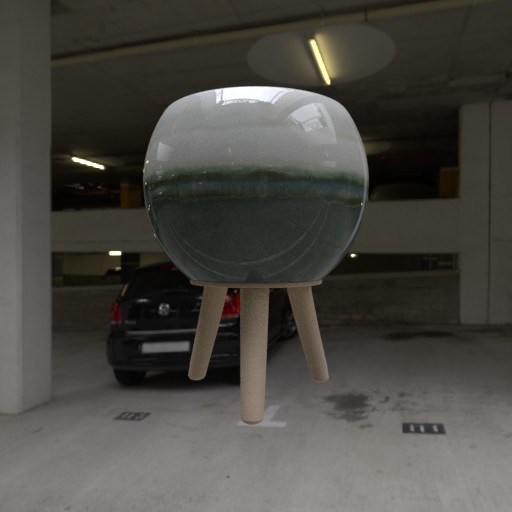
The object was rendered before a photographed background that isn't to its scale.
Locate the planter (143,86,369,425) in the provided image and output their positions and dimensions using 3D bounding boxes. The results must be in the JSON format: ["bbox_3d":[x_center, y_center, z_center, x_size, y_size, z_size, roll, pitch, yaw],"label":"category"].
[{"bbox_3d":[0.000,0.000,0.450,0.222,0.278,0.222,0,1,0],"label":"planter"}]
